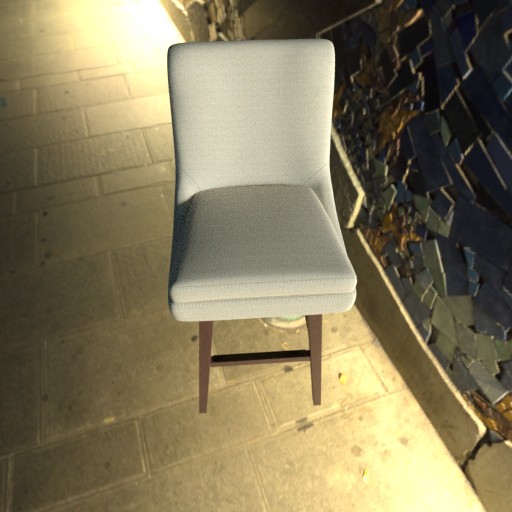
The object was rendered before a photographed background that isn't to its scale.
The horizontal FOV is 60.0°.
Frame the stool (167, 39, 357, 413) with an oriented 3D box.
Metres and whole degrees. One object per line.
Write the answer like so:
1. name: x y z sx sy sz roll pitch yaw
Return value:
1. stool: 0.000 0.000 1.370 0.483 1.093 0.559 -3 46 -3
